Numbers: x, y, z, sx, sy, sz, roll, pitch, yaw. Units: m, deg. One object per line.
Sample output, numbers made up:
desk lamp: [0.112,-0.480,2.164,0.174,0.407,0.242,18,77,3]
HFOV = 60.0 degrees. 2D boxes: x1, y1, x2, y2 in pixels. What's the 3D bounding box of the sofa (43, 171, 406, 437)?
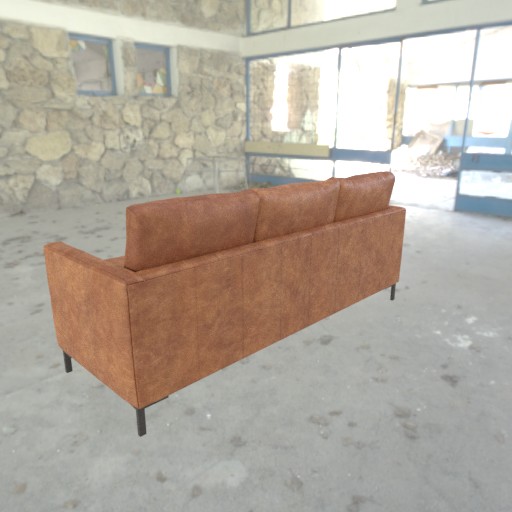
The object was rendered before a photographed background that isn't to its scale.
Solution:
sofa: [0.000,0.000,2.444,0.748,0.863,2.029,15,22,42]
